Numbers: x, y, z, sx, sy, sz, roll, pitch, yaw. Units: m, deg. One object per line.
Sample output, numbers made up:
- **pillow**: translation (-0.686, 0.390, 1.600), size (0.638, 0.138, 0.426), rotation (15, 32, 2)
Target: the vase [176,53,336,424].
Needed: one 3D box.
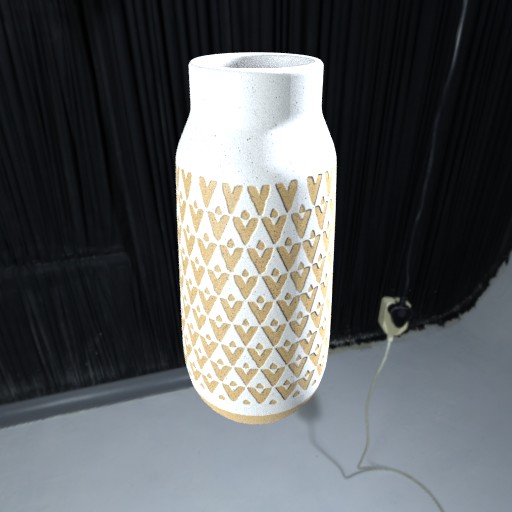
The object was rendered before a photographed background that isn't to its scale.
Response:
- **vase**: translation (0.000, 0.000, 0.377), size (0.137, 0.307, 0.137), rotation (0, 31, 0)
